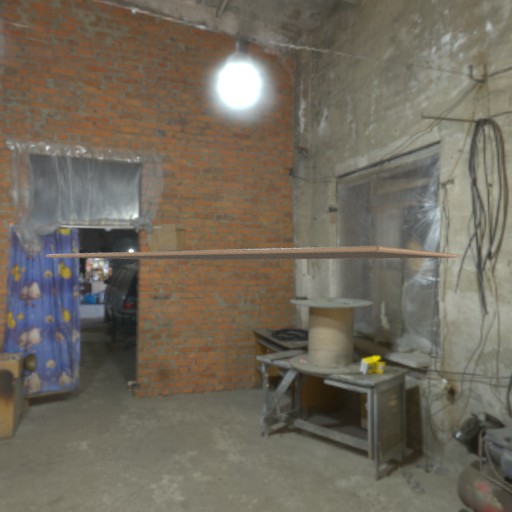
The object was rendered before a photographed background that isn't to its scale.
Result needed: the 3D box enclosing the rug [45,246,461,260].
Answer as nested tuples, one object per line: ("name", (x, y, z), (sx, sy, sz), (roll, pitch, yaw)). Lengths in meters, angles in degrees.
("rug", (0.000, 0.000, 2.732), (2.081, 0.020, 1.525), (-1, -1, 34))
